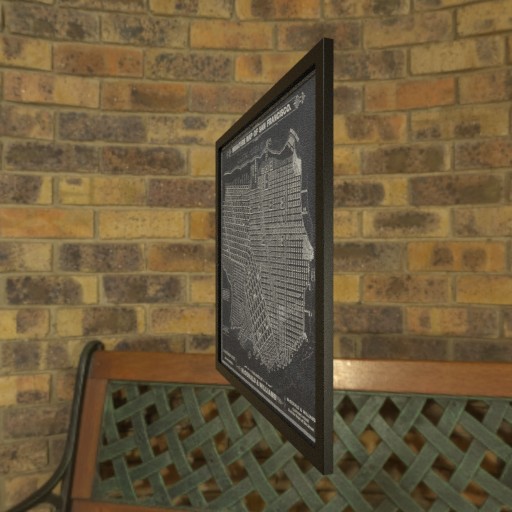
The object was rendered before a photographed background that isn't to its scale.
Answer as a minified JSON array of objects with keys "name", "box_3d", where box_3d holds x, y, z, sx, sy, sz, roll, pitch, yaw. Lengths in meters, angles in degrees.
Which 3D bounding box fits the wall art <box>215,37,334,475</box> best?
[{"name":"wall art","box_3d":[0.000,0.000,0.680,0.012,0.458,0.457,0,0,-19]}]
